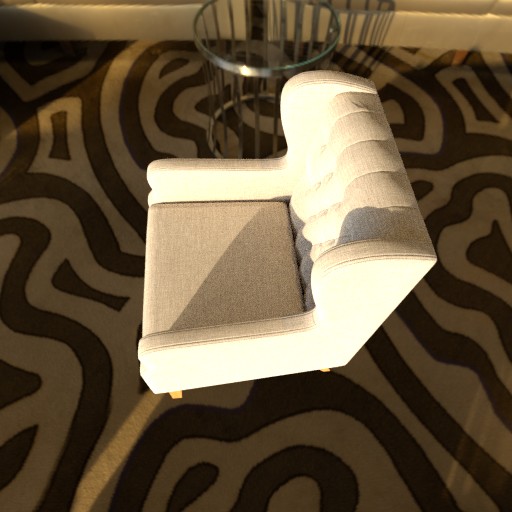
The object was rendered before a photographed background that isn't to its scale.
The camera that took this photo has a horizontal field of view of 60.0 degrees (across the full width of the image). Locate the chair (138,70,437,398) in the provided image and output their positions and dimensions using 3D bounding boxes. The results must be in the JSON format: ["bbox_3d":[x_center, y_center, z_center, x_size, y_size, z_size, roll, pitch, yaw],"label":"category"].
[{"bbox_3d":[0.000,0.000,1.475,0.760,0.930,0.710,-4,58,-3],"label":"chair"}]
